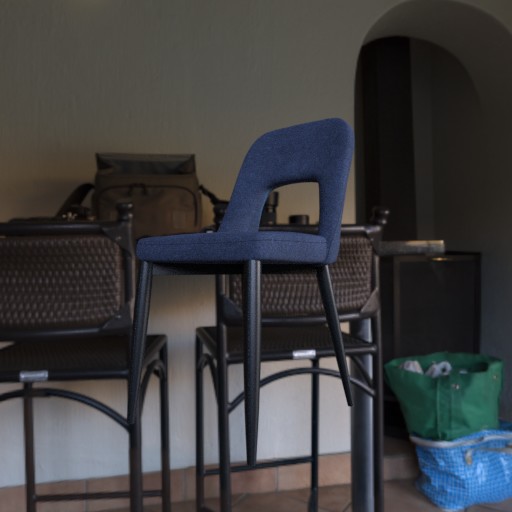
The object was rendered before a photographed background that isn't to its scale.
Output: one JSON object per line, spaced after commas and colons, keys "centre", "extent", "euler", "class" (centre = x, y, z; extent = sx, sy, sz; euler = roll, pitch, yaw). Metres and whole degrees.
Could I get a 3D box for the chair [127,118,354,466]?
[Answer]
{"centre": [0.000, 0.000, 1.328], "extent": [0.470, 0.931, 0.612], "euler": [-1, -1, 37], "class": "chair"}
